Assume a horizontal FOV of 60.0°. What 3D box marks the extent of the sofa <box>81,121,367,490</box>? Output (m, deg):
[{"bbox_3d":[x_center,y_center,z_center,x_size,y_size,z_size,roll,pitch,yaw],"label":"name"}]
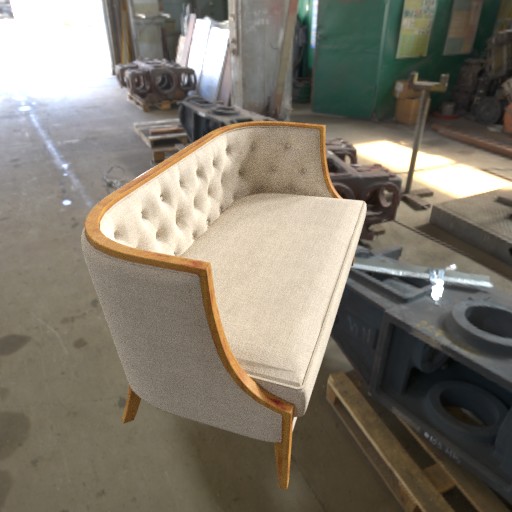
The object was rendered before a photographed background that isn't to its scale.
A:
[{"bbox_3d":[0.000,0.000,1.879,0.770,0.775,1.474,10,32,16],"label":"sofa"}]
